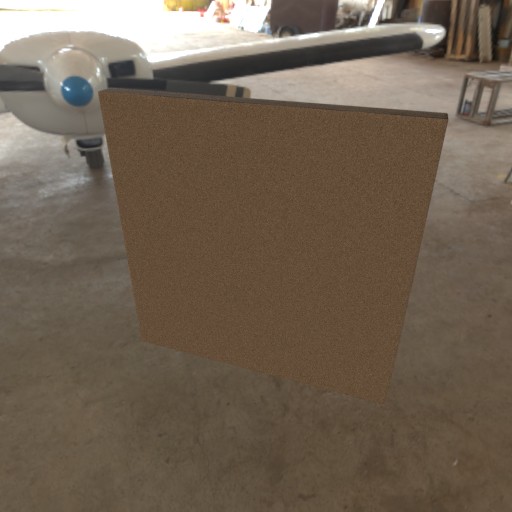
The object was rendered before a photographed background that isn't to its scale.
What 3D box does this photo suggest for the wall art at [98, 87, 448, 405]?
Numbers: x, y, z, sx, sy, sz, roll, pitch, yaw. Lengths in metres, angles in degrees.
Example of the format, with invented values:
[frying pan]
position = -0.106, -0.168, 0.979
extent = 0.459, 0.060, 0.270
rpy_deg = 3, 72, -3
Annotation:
[wall art]
position = 0.000, 0.000, 1.115
extent = 0.749, 0.751, 0.050
rpy_deg = 10, 33, 17
